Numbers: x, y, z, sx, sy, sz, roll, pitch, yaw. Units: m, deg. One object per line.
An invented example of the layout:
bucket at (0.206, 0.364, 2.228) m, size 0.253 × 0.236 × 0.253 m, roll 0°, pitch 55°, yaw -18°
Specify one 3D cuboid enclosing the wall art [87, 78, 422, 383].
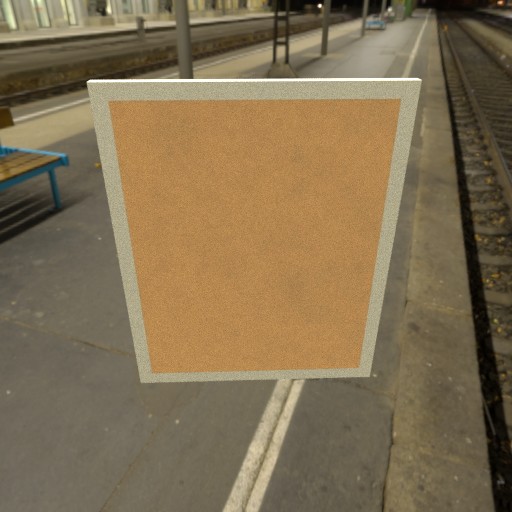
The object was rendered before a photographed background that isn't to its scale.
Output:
wall art at (0.000, 0.000, 1.088) m, size 0.661 × 0.811 × 0.026 m, roll -1°, pitch 30°, yaw -2°
